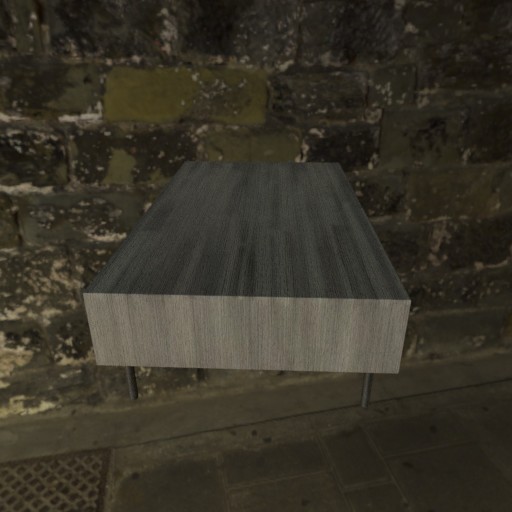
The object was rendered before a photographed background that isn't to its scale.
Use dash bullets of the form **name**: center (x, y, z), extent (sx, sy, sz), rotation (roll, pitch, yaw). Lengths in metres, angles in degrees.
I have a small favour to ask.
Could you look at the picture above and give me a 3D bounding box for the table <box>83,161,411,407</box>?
- **table**: center (0.000, 0.000, 1.424), extent (0.643, 0.347, 1.088), rotation (1, 26, 2)
